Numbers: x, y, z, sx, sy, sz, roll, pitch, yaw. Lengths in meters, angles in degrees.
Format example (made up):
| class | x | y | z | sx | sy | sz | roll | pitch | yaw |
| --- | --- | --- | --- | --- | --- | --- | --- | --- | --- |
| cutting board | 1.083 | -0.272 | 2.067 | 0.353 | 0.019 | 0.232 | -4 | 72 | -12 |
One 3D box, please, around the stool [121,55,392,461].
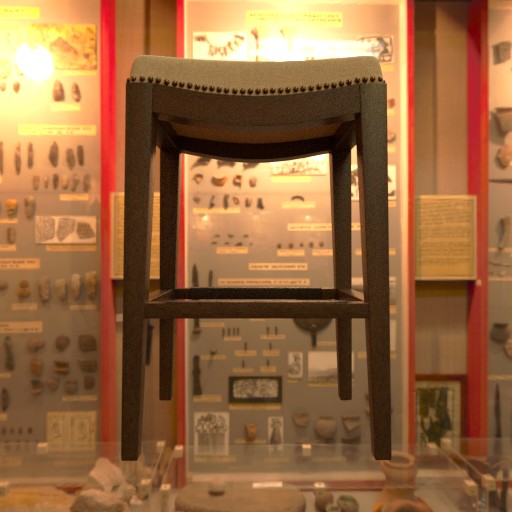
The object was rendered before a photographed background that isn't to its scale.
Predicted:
| class | x | y | z | sx | sy | sz | roll | pitch | yaw |
| --- | --- | --- | --- | --- | --- | --- | --- | --- | --- |
| stool | 0.000 | 0.000 | 0.989 | 0.498 | 0.759 | 0.358 | 0 | 1 | 0 |
